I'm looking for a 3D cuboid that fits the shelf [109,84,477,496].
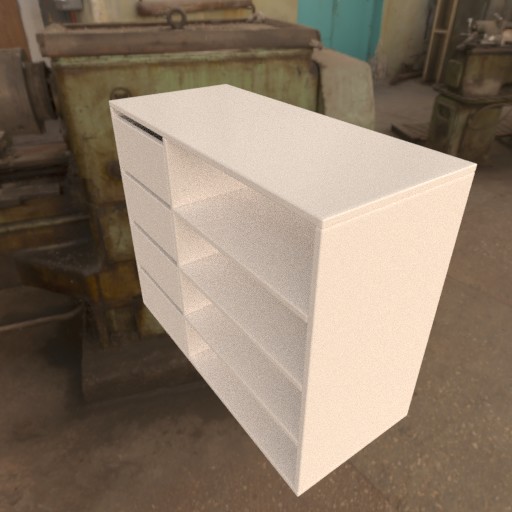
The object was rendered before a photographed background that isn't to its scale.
[{"bbox_3d":[0.000,0.000,1.248,0.396,0.732,0.895,-21,38,-29],"label":"shelf"}]
